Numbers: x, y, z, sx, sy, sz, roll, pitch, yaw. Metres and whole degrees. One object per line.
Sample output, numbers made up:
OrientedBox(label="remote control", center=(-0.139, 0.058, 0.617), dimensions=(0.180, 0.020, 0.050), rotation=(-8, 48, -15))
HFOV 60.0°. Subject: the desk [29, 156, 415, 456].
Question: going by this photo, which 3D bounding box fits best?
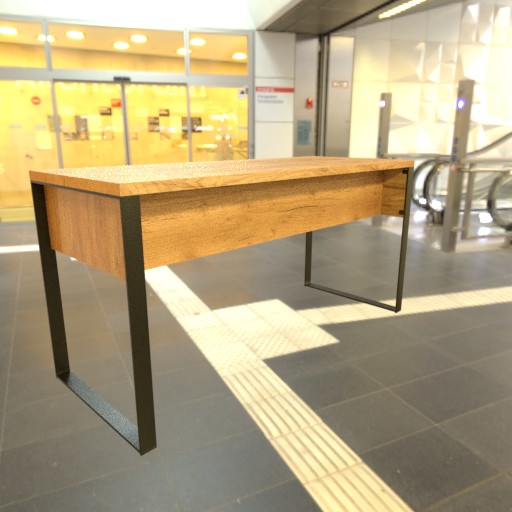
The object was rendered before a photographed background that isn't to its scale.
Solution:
OrientedBox(label="desk", center=(0.000, 0.000, 1.871), dimensions=(0.600, 0.760, 1.520), rotation=(15, 21, 43))
